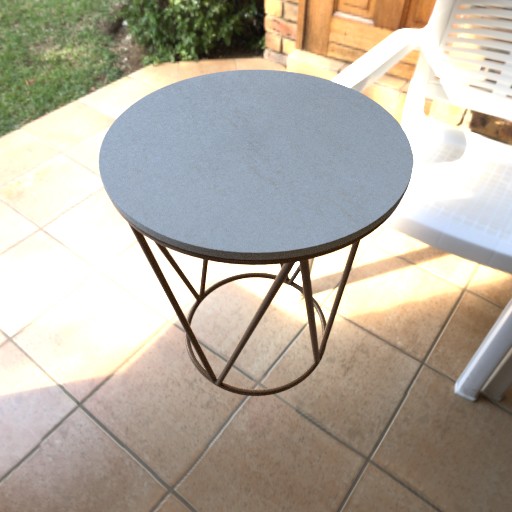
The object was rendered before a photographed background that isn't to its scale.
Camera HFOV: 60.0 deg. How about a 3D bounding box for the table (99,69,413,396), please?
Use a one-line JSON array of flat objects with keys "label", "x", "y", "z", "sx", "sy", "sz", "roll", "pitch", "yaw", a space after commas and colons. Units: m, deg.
[{"label": "table", "x": 0.000, "y": 0.000, "z": 0.931, "sx": 0.500, "sy": 0.564, "sz": 0.500, "roll": 0, "pitch": 48, "yaw": 0}]
